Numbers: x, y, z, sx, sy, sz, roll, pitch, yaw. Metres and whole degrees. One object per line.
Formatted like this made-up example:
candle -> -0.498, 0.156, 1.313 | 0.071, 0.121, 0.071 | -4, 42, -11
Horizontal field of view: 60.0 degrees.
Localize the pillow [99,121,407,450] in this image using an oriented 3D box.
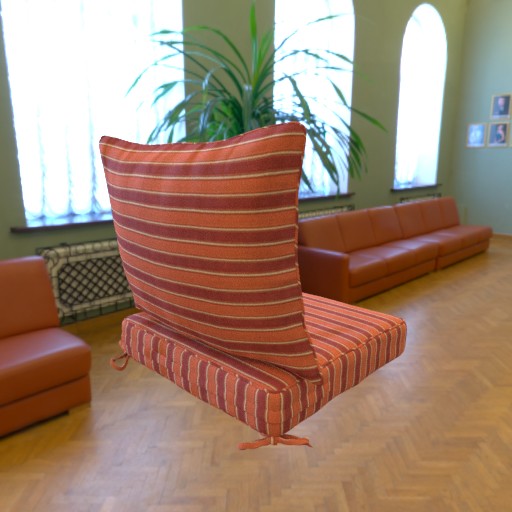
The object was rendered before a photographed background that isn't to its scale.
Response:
pillow -> 0.000, 0.000, 1.358 | 0.799, 0.723, 0.733 | 12, 17, 43
